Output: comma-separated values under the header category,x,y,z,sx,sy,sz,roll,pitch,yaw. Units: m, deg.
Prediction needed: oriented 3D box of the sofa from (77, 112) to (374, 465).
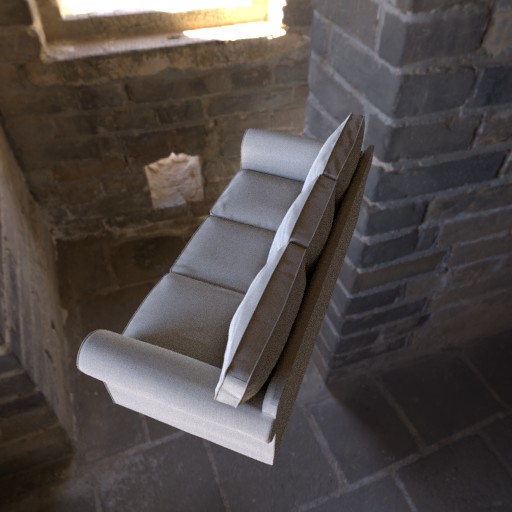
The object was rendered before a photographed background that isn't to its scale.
category,x,y,z,sx,sy,sz,roll,pitch,yaw
sofa,0.000,0.000,2.576,0.916,0.961,2.084,16,48,15
